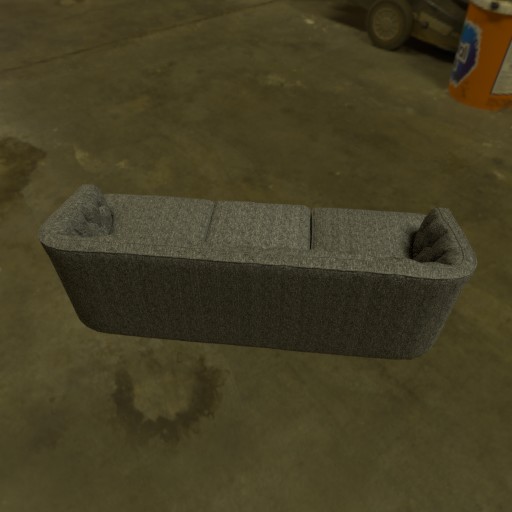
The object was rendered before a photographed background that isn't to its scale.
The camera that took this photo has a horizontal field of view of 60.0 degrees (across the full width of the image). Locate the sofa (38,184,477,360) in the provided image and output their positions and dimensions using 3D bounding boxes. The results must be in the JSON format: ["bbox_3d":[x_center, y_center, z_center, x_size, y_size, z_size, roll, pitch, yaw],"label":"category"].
[{"bbox_3d":[0.000,0.000,2.722,2.278,0.855,0.941,4,46,4],"label":"sofa"}]
